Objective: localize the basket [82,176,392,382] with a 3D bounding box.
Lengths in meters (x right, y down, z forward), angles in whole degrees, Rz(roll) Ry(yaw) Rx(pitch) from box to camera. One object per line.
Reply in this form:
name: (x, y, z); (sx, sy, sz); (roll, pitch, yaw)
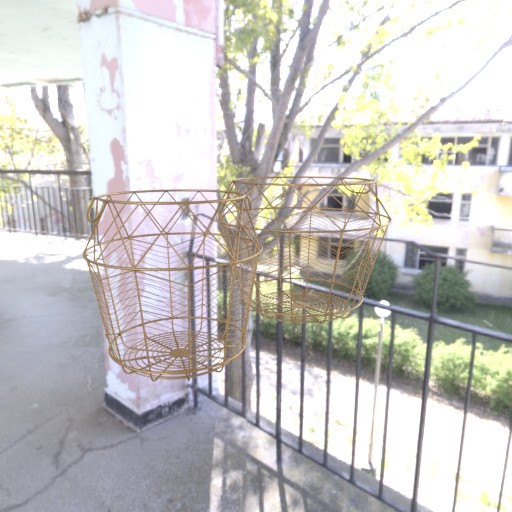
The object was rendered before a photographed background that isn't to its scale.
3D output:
basket: (0.000, 0.000, 1.048); (0.451, 0.343, 0.805); (12, 17, 42)
